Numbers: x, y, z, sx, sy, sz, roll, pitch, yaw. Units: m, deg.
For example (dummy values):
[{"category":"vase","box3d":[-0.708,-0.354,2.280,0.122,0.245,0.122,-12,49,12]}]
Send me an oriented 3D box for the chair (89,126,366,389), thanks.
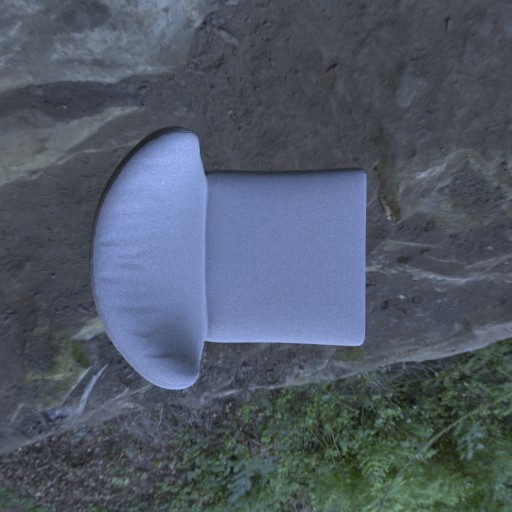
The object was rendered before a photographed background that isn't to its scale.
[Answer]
[{"category":"chair","box3d":[0.000,0.000,1.187,0.592,0.839,0.491,0,91,0]}]
